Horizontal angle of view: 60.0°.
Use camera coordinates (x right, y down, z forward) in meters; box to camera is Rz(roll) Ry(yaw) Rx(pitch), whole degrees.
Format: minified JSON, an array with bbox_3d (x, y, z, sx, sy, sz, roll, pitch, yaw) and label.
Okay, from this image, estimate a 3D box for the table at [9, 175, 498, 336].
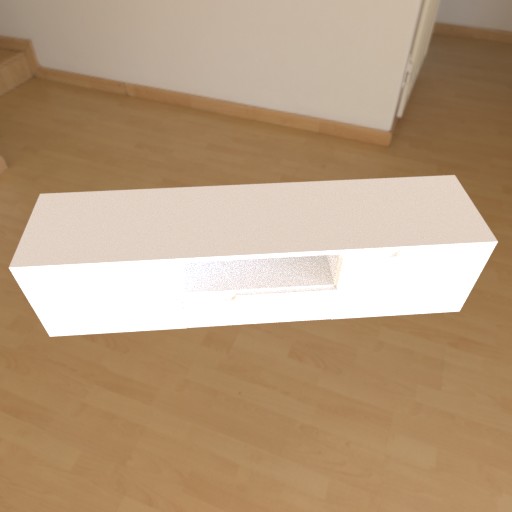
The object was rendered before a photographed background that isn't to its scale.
[{"bbox_3d":[0.000,0.000,1.776,1.650,0.420,0.390,-3,46,-3],"label":"table"}]
